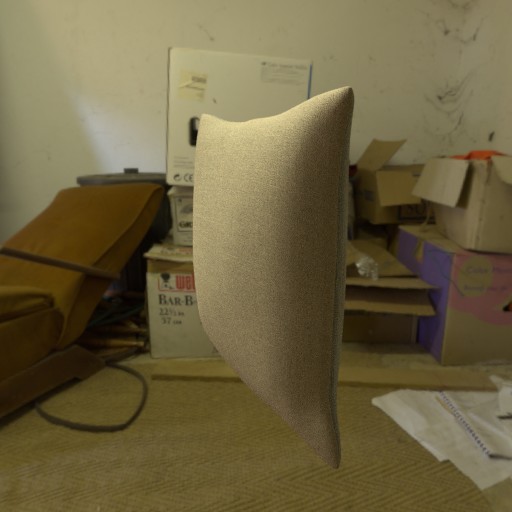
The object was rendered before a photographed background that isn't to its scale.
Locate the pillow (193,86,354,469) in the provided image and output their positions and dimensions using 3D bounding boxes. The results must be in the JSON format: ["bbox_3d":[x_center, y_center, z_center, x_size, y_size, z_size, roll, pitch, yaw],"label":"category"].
[{"bbox_3d":[0.000,0.000,0.779,0.178,0.506,0.512,-7,15,-25],"label":"pillow"}]
